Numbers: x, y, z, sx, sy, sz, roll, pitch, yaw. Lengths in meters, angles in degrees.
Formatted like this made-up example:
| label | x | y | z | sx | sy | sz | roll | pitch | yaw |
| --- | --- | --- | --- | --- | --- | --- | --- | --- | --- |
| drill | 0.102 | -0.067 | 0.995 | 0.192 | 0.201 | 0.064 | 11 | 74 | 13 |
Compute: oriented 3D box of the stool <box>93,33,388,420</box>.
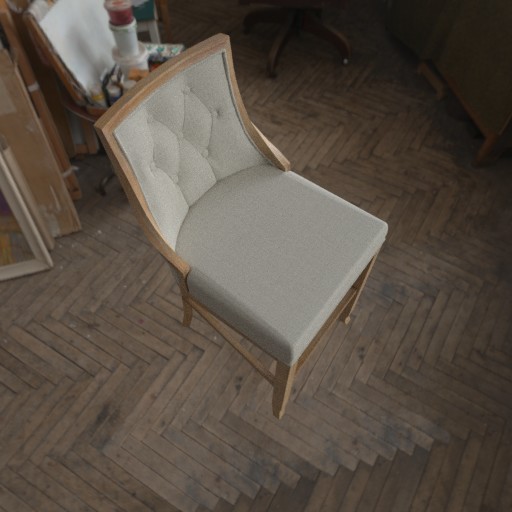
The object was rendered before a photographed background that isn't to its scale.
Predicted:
| label | x | y | z | sx | sy | sz | roll | pitch | yaw |
| --- | --- | --- | --- | --- | --- | --- | --- | --- | --- |
| stool | 0.000 | 0.000 | 1.435 | 0.626 | 1.101 | 0.524 | 33 | 64 | 19 |
